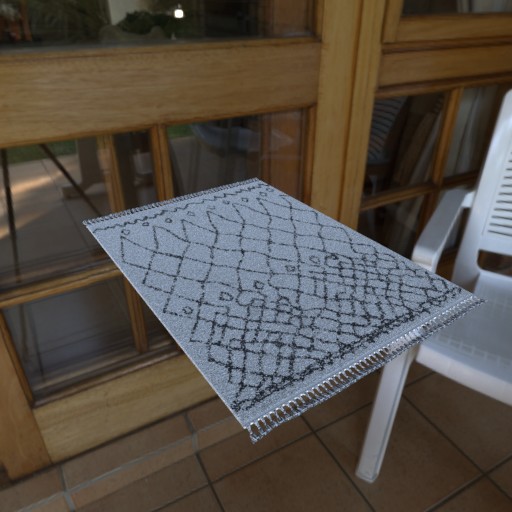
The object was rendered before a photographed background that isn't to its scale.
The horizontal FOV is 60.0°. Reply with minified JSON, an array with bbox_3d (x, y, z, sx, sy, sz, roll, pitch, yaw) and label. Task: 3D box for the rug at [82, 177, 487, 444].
[{"bbox_3d":[0.000,0.000,2.937,1.613,0.017,2.312,-20,36,-29],"label":"rug"}]
